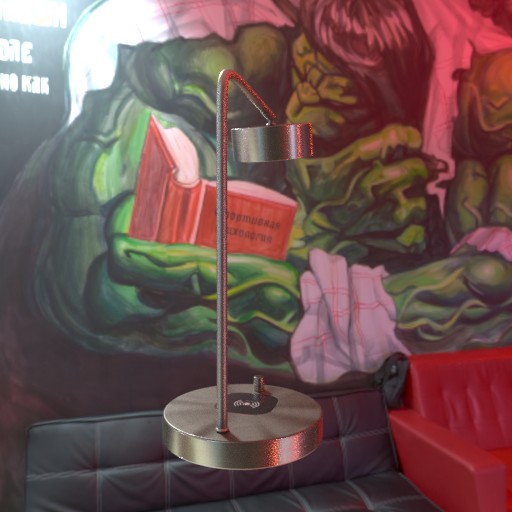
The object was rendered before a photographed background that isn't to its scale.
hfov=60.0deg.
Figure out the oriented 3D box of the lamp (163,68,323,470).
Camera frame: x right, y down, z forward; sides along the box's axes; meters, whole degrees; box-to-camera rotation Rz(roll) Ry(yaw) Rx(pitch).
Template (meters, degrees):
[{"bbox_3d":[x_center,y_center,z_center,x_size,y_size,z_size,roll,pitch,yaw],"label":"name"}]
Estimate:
[{"bbox_3d":[0.000,0.000,0.650,0.211,0.469,0.334,0,1,16],"label":"lamp"}]
